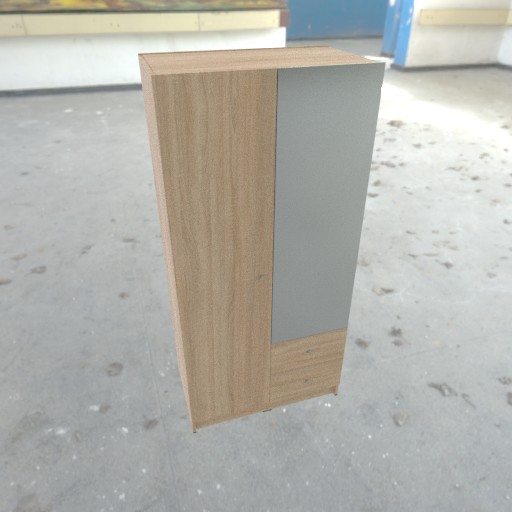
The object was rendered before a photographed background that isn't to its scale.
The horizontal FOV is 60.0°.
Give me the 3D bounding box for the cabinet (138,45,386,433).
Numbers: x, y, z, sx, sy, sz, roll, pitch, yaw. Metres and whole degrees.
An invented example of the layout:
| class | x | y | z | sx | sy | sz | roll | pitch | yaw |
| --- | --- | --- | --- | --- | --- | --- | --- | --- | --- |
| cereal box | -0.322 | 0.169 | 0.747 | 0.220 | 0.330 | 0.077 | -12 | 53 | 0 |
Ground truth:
| class | x | y | z | sx | sy | sz | roll | pitch | yaw |
| --- | --- | --- | --- | --- | --- | --- | --- | --- | --- |
| cabinet | 0.000 | 0.000 | 2.570 | 1.001 | 2.121 | 0.590 | -10 | 33 | -15 |
